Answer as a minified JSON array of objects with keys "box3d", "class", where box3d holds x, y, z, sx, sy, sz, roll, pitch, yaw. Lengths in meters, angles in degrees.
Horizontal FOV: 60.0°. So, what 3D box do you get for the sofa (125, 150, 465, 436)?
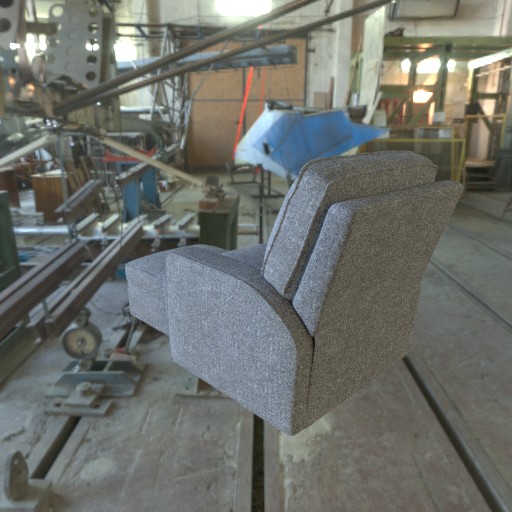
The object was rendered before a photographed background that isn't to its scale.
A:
[{"box3d":[0.000,0.000,2.008,0.861,0.959,1.472,-16,23,-42],"class":"sofa"}]
